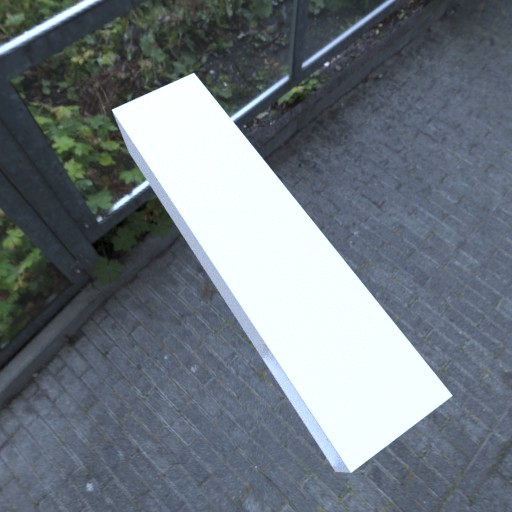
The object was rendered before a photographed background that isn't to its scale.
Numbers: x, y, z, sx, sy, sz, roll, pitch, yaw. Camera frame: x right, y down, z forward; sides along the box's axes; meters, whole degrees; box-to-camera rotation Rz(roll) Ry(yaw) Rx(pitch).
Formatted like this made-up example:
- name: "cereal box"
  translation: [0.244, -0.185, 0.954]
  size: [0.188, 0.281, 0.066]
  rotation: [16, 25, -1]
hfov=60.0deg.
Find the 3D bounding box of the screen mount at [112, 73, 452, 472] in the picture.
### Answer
- name: "screen mount"
  translation: [0.000, 0.000, 1.825]
  size: [0.399, 0.432, 1.644]
  rotation: [-30, 68, -13]
